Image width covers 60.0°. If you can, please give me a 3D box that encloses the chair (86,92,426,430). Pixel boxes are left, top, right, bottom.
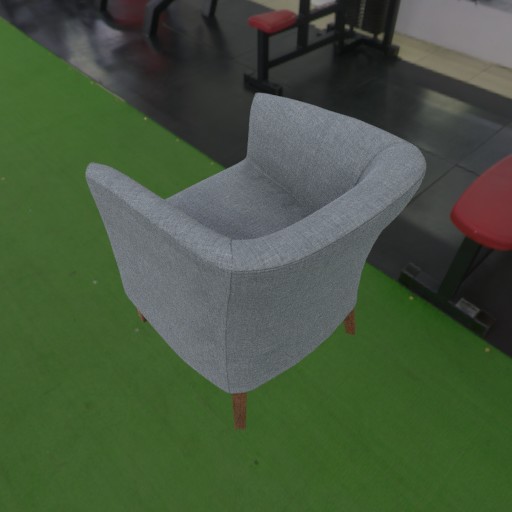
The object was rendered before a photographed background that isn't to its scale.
[{"bbox_3d":[0.000,0.000,1.256,0.600,0.771,0.668,-33,55,-27],"label":"chair"}]
